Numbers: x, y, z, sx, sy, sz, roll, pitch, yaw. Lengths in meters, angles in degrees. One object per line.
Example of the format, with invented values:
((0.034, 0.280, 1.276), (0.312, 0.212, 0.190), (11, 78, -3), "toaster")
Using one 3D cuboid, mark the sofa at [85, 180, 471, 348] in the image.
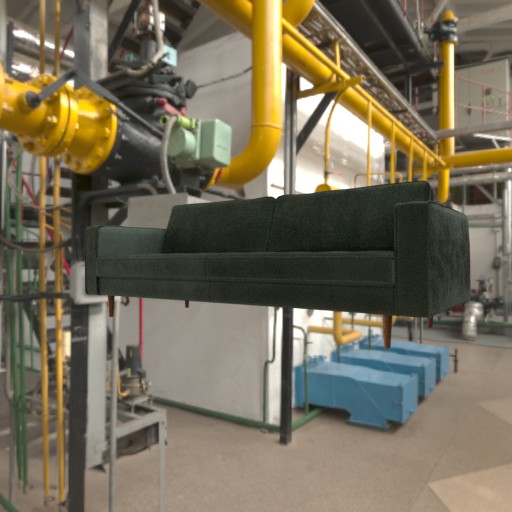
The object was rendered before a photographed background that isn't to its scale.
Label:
((0.000, 0.000, 2.634), (2.214, 0.781, 0.886), (-1, -1, 35), "sofa")
